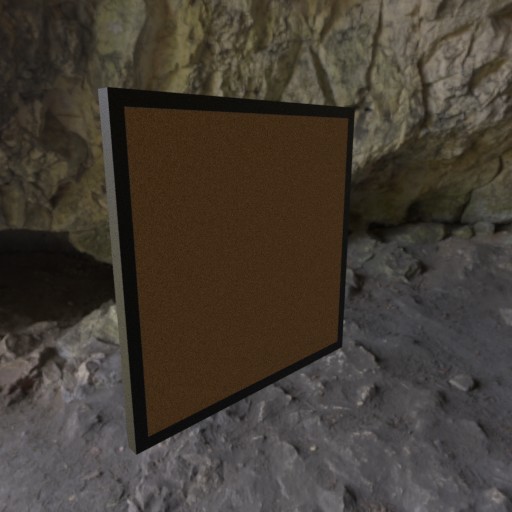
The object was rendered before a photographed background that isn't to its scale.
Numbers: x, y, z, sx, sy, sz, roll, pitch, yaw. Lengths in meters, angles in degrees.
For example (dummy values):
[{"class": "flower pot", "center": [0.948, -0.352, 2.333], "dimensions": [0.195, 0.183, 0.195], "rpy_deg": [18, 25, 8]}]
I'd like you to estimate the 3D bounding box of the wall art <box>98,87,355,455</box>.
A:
[{"class": "wall art", "center": [0.000, 0.000, 1.151], "dimensions": [0.765, 0.765, 0.038], "rpy_deg": [-14, 20, -42]}]
